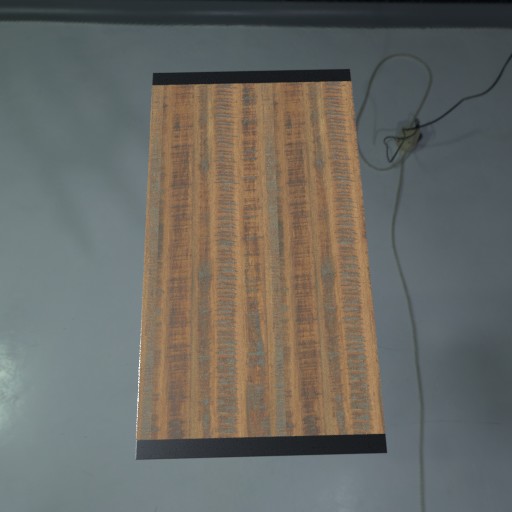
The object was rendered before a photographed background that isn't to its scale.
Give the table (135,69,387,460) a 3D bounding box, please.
[{"bbox_3d":[0.000,0.000,1.691,0.750,0.400,1.350,-1,74,0],"label":"table"}]
